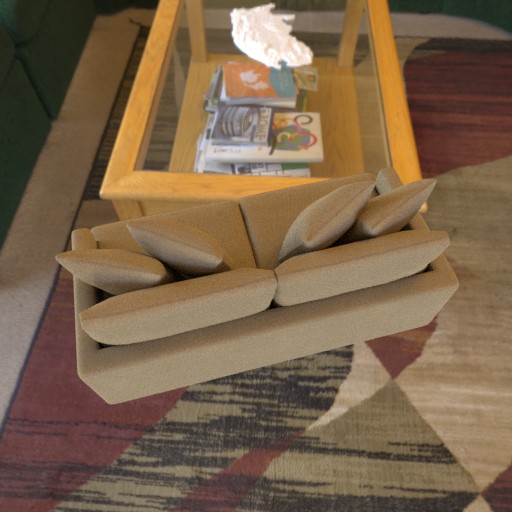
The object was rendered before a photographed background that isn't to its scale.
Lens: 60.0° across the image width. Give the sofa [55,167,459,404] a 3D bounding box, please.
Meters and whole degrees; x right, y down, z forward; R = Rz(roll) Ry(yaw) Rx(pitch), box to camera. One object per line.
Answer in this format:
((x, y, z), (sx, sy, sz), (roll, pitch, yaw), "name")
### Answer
((0.000, 0.000, 3.033), (2.380, 1.084, 1.228), (-12, 58, -8), "sofa")
